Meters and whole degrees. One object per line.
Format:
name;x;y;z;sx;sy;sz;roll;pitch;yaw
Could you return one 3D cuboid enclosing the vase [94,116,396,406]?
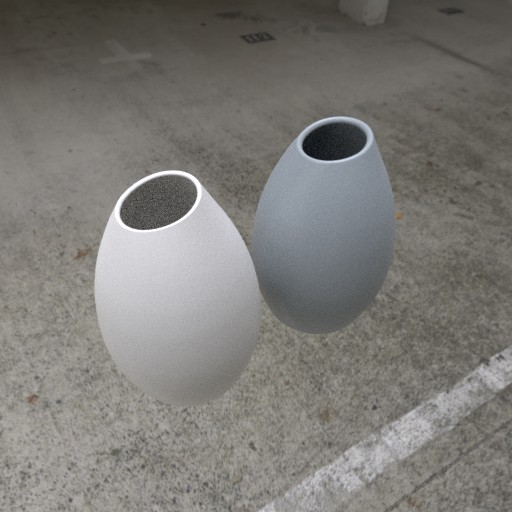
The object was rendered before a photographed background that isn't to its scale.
vase;0.000;0.000;0.256;0.187;0.131;0.089;-24;50;-21
